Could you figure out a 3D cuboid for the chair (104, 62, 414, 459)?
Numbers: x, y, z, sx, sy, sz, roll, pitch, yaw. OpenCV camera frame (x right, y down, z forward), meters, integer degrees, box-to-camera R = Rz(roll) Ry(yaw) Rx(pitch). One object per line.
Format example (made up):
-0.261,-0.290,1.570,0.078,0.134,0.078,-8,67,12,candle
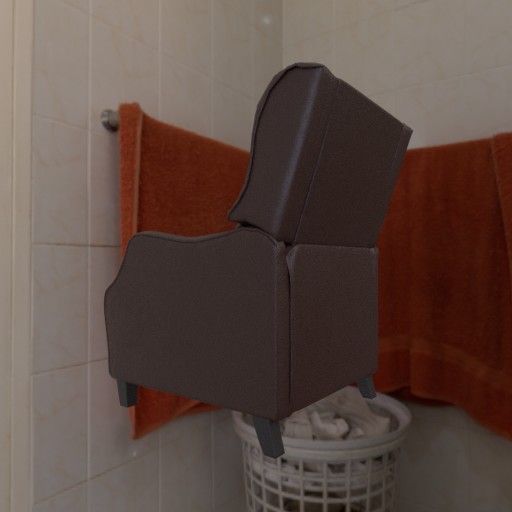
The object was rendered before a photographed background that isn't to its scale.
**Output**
0.000,0.000,1.716,0.982,1.132,0.770,-1,-1,37,chair
